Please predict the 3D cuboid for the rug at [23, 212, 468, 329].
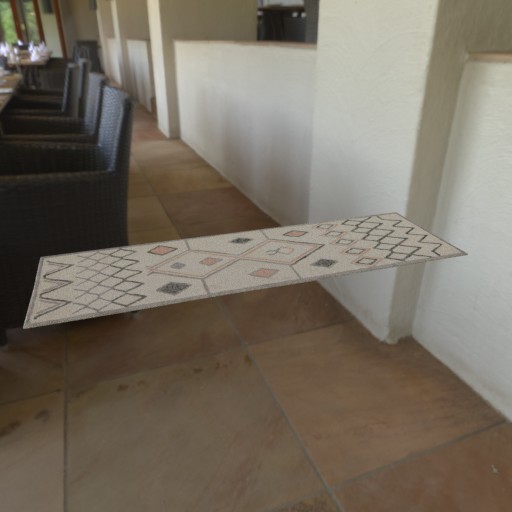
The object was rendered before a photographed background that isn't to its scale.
[{"bbox_3d":[0.000,0.000,2.640,2.435,0.011,0.750,-8,27,-16],"label":"rug"}]
